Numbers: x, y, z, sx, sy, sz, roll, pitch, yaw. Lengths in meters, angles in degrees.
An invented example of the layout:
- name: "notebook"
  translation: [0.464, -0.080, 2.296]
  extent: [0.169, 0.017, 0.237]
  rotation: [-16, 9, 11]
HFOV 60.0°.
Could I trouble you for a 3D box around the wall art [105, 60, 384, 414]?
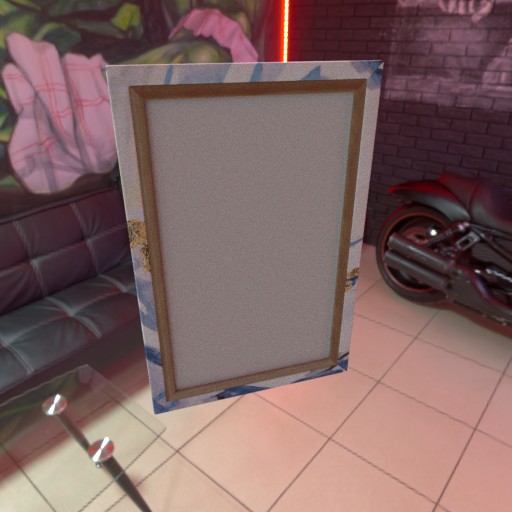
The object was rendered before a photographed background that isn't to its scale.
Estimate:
- name: "wall art"
  translation: [0.000, 0.000, 1.141]
  extent: [0.610, 0.914, 0.016]
  rotation: [-8, 28, -15]
